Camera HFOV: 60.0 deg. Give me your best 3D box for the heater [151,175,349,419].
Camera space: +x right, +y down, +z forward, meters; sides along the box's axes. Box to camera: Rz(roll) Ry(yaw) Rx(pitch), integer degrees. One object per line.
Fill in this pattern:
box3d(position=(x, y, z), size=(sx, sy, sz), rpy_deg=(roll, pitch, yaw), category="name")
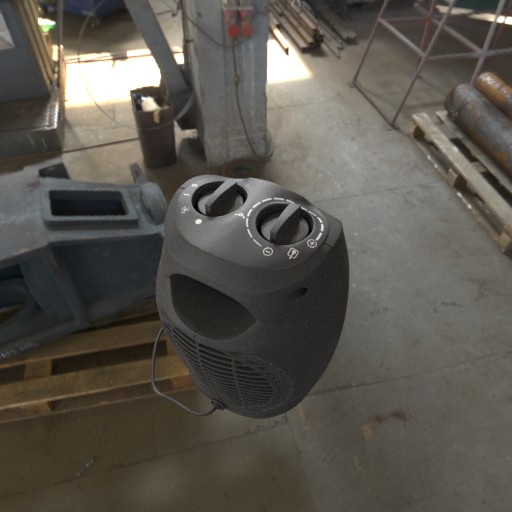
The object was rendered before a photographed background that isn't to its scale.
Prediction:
box3d(position=(0.000, 0.000, 0.484), size=(0.239, 0.240, 0.291), rpy_deg=(23, 51, 20), category="heater")
